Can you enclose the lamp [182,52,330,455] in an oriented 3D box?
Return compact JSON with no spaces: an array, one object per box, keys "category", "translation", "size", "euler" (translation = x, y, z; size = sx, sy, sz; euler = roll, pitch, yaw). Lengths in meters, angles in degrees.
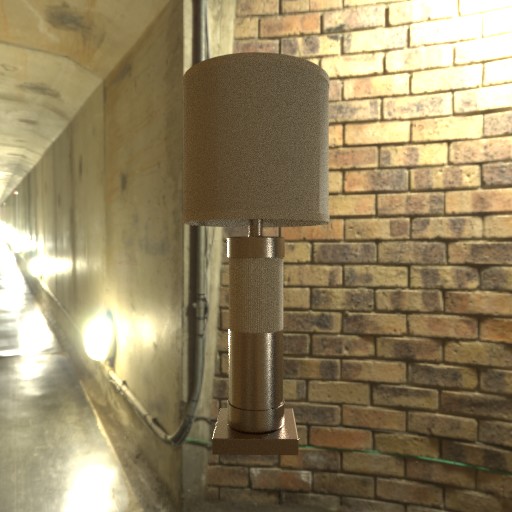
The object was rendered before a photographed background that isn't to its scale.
[{"category":"lamp","translation":[0.000,0.000,0.620],"size":[0.202,0.509,0.202],"euler":[0,1,1]}]
